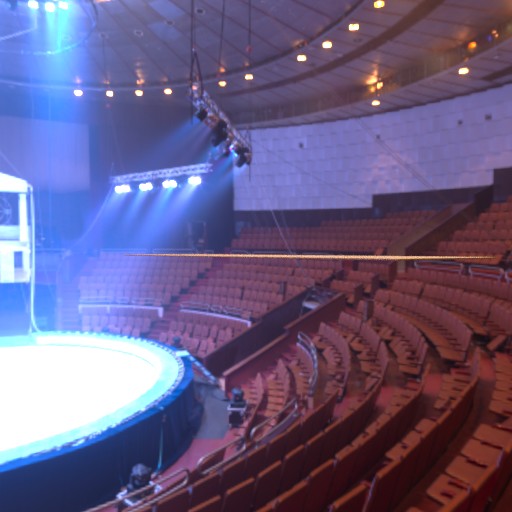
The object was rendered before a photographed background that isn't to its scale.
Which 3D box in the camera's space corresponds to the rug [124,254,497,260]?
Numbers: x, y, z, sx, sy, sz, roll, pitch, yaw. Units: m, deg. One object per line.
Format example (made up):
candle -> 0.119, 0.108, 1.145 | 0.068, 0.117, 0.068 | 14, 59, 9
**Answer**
rug -> 0.000, 0.000, 2.621 | 0.686, 0.006, 2.437 | 0, 1, -37
